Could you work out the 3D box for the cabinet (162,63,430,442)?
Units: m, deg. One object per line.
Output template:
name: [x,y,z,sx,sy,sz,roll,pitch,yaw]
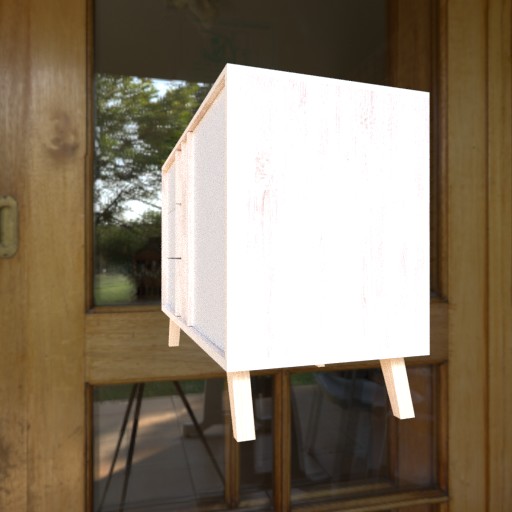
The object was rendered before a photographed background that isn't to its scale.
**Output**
cabinet: [0.000,0.000,1.505,0.500,0.780,1.110,0,0,-19]
